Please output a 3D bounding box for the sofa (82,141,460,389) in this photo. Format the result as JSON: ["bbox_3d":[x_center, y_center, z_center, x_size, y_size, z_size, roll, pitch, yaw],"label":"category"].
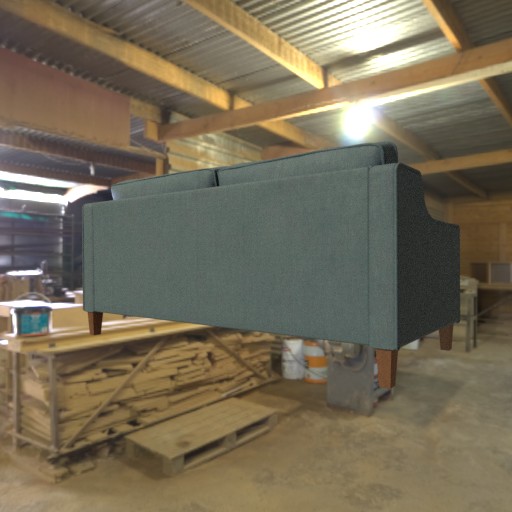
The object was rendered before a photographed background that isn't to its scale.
[{"bbox_3d":[0.000,0.000,2.791,2.178,1.071,1.066,0,0,37],"label":"sofa"}]
